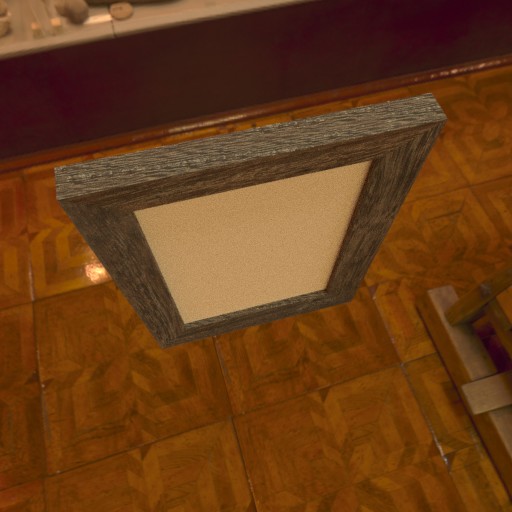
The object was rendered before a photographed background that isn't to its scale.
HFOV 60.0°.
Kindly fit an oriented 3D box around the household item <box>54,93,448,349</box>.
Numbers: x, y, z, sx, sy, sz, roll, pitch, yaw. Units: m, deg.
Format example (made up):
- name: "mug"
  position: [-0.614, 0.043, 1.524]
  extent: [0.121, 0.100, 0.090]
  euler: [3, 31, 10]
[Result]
- name: "household item"
  position: [0.000, 0.000, 0.274]
  extent: [0.160, 0.210, 0.020]
  euler: [-13, 64, -7]
